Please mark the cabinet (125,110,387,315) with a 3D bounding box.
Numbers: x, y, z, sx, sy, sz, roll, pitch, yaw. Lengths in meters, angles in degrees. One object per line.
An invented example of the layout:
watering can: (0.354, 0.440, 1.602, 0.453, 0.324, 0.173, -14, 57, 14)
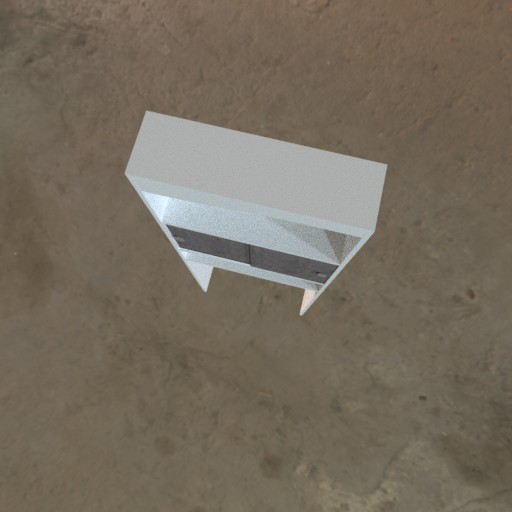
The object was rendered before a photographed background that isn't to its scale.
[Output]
cabinet: (0.000, 0.000, 1.984, 0.643, 1.770, 0.192, 14, 76, 3)
